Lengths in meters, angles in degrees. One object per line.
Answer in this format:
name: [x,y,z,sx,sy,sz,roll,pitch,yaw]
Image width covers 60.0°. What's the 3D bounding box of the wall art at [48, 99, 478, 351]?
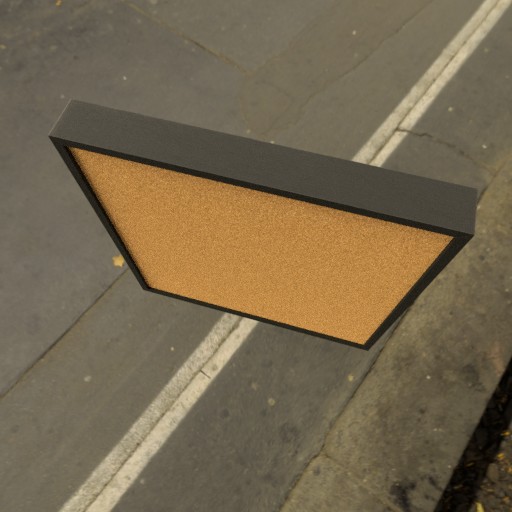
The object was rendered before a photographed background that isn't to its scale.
wall art: [0.000,0.000,0.450,0.305,0.305,0.037,14,65,7]
